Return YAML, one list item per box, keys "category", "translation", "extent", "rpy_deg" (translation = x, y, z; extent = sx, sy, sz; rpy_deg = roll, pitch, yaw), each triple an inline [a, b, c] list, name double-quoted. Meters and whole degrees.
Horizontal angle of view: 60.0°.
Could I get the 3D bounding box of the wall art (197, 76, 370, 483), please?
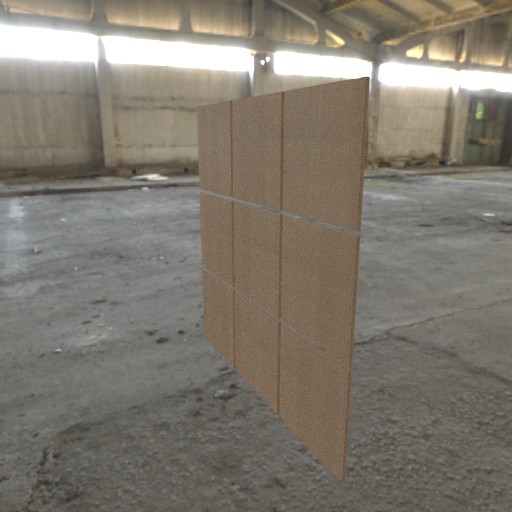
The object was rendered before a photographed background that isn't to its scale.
- category: "wall art"
  translation: [0.000, 0.000, 1.790]
  extent: [0.013, 1.218, 1.219]
  rpy_deg: [-8, 17, -27]
